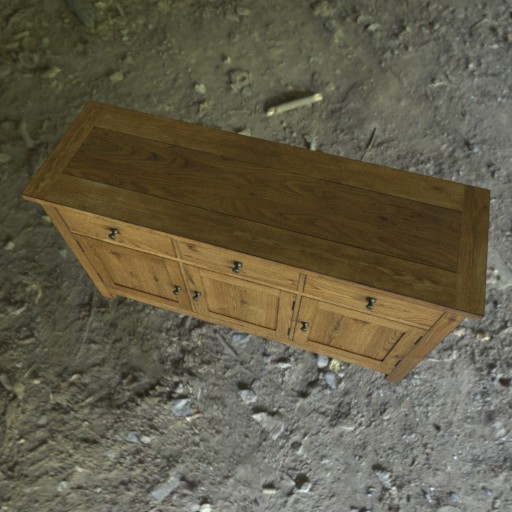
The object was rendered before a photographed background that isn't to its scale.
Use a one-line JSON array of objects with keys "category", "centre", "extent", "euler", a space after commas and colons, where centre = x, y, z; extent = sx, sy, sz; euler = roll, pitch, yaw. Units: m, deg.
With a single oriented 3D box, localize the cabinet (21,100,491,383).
[{"category": "cabinet", "centre": [0.000, 0.000, 1.805], "extent": [1.474, 0.813, 0.480], "euler": [15, 60, 9]}]
